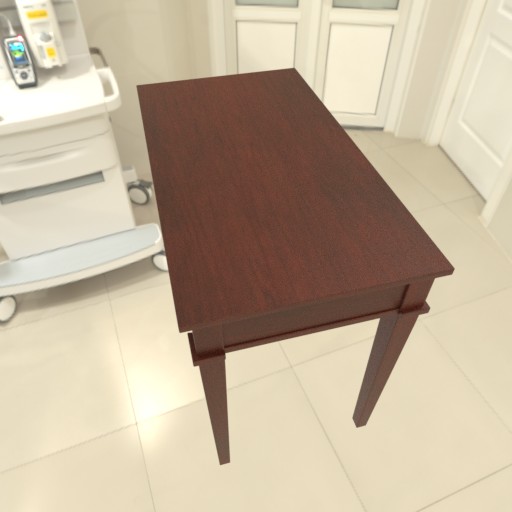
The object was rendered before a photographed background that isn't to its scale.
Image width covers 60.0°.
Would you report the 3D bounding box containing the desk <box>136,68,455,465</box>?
[{"bbox_3d":[0.000,0.000,1.436,0.549,0.762,1.001,-11,46,-10],"label":"desk"}]
